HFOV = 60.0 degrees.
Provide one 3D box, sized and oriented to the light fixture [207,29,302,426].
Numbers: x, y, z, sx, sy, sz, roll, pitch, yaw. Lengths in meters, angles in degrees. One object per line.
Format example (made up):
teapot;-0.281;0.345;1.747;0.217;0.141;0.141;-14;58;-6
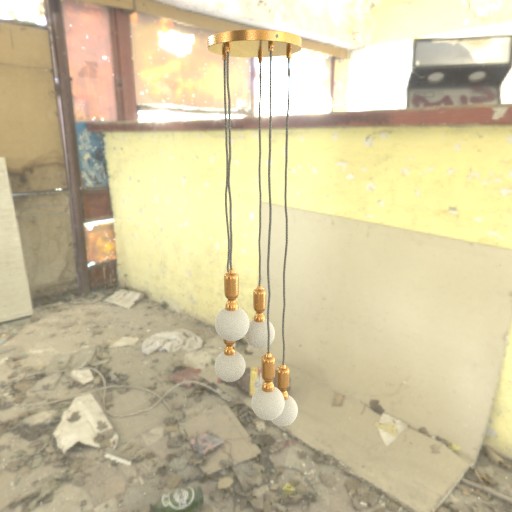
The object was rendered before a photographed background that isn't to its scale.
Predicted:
light fixture;0.000;0.000;0.511;0.108;0.457;0.105;-7;17;-25
